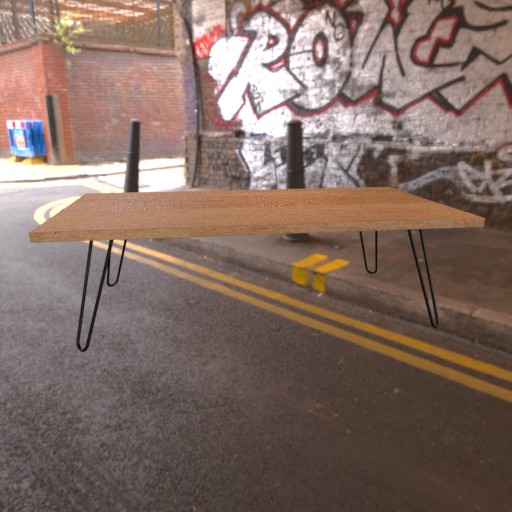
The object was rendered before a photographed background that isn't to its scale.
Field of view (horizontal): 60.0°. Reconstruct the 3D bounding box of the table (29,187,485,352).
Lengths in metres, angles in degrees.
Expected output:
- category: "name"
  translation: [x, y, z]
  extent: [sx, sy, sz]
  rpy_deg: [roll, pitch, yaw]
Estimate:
- category: "table"
  translation: [0.000, 0.000, 1.683]
  extent: [1.348, 0.400, 0.699]
  rpy_deg: [-2, 17, -8]
